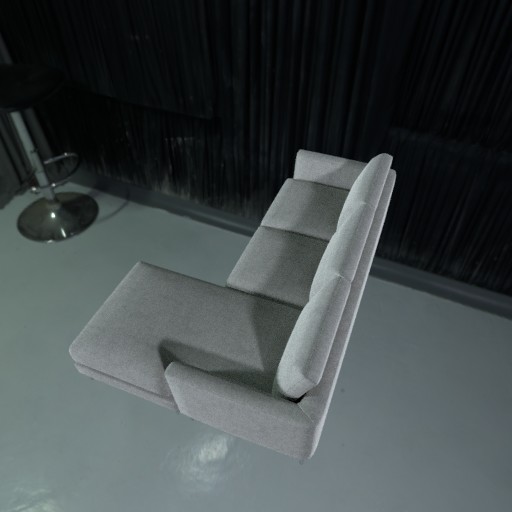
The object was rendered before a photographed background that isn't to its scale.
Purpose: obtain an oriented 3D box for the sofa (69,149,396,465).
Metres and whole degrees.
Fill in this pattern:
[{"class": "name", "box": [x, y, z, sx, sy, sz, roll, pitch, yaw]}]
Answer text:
[{"class": "sofa", "box": [0.000, 0.000, 3.309, 1.626, 0.864, 2.438, 16, 47, 15]}]
